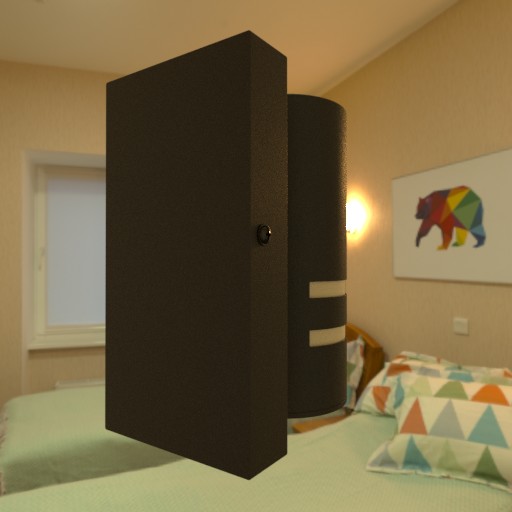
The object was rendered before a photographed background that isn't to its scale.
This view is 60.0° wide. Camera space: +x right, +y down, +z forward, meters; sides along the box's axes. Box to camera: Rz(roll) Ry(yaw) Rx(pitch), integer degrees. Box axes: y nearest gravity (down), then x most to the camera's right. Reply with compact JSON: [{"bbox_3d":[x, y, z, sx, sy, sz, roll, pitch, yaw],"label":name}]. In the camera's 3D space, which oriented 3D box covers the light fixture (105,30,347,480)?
[{"bbox_3d":[0.000,0.000,0.258,0.098,0.179,0.138,0,-1,35],"label":"light fixture"}]
